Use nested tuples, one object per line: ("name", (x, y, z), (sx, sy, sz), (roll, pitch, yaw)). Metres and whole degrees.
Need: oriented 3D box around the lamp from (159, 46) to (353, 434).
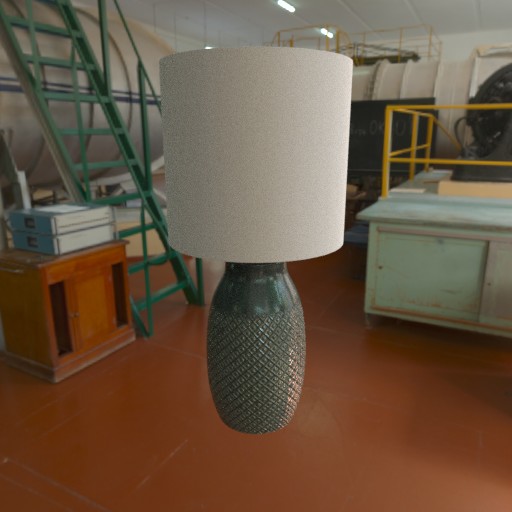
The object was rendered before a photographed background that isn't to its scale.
("lamp", (0.000, 0.000, 0.565), (0.217, 0.453, 0.217), (-8, 17, -27))
